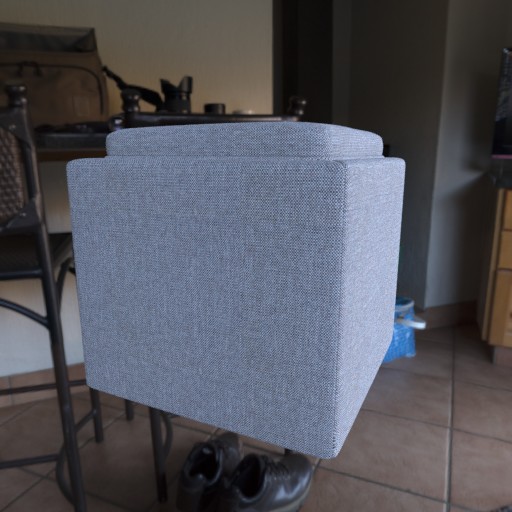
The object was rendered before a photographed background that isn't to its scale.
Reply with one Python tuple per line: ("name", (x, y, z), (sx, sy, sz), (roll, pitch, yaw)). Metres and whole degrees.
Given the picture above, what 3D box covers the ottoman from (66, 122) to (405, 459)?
("ottoman", (0.000, 0.000, 0.819), (0.450, 0.460, 0.450), (6, 14, 25))
